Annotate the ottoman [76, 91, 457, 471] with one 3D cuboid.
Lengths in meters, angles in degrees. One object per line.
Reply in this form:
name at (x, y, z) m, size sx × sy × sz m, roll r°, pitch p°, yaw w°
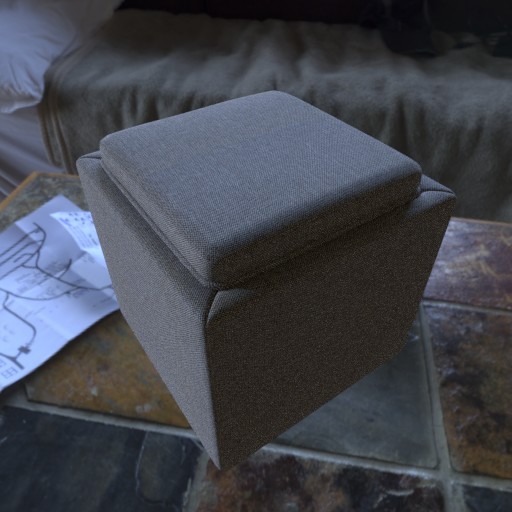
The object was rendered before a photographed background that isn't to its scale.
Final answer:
ottoman at (0.000, 0.000, 0.823) m, size 0.450 × 0.460 × 0.450 m, roll -25°, pitch 47°, yaw -25°
